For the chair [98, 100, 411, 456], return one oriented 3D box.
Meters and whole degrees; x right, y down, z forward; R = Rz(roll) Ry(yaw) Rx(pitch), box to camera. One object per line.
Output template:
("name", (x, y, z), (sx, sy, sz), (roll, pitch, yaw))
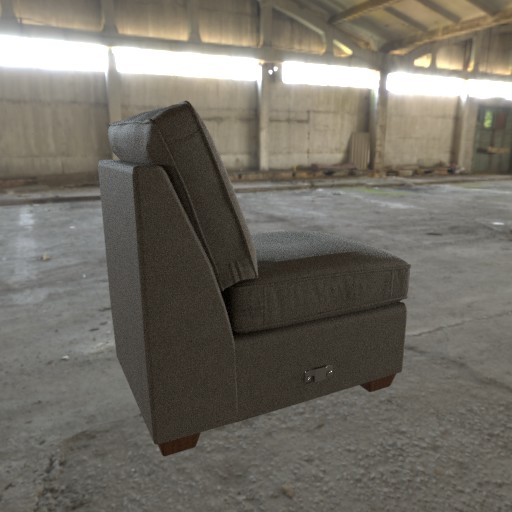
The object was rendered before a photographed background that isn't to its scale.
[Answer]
("chair", (0.000, 0.000, 1.566), (0.938, 0.970, 0.621), (-7, 15, -26))
